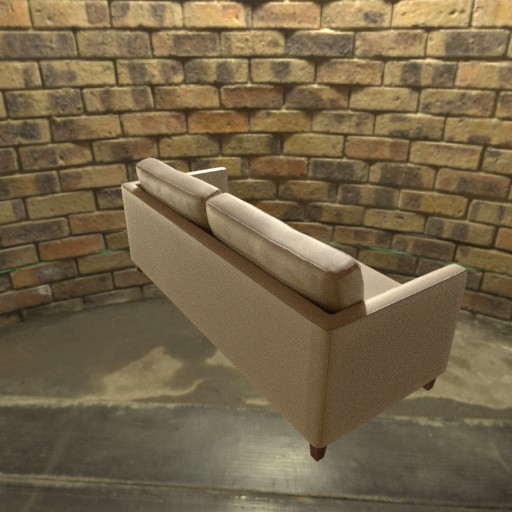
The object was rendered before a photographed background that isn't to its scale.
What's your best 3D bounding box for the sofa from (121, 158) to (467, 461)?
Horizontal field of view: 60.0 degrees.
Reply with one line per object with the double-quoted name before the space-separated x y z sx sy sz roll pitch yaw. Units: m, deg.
"sofa" 0.000 0.000 2.887 0.951 0.968 2.361 -17 30 -31
